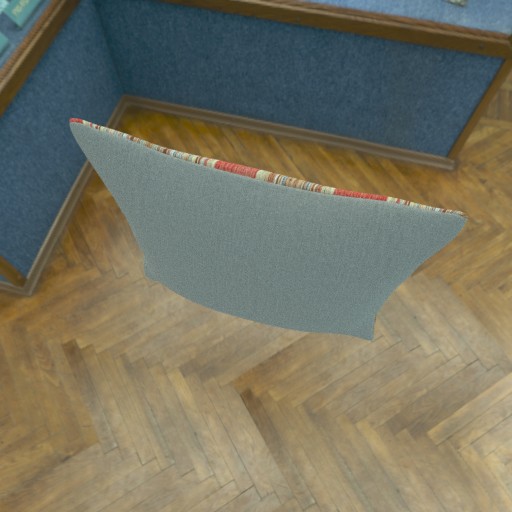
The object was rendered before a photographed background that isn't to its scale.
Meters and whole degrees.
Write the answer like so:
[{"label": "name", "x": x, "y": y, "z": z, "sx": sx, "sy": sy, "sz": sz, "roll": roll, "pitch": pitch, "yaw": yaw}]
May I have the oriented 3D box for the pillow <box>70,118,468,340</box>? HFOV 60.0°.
[{"label": "pillow", "x": 0.000, "y": 0.000, "z": 0.638, "sx": 0.437, "sy": 0.419, "sz": 0.136, "roll": 15, "pitch": 64, "yaw": 7}]
